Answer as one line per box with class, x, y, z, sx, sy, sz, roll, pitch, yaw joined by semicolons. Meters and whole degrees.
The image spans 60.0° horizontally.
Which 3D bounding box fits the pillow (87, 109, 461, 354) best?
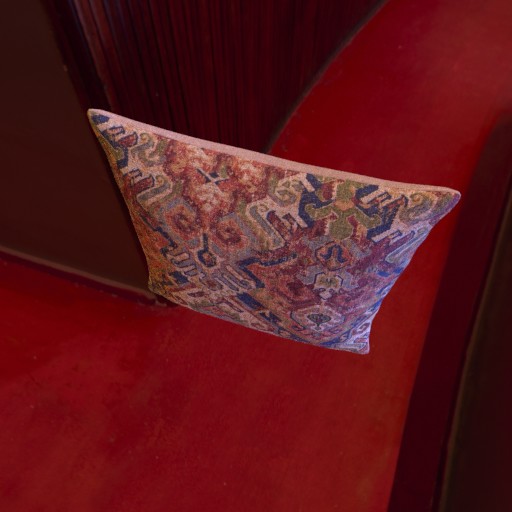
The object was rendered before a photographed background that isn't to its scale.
pillow;0.000;0.000;0.792;0.523;0.506;0.166;15;58;10
